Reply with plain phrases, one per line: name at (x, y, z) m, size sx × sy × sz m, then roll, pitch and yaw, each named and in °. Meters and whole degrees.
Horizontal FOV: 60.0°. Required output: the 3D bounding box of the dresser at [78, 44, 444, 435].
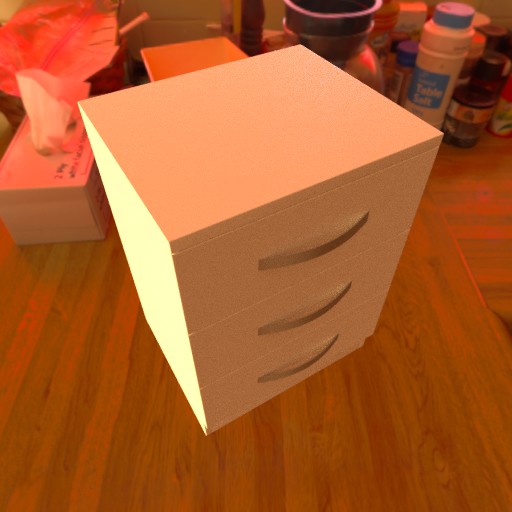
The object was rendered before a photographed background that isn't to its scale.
dresser at (0.000, 0.000, 0.825) m, size 0.400 × 0.560 × 0.360 m, roll -24°, pitch 52°, yaw -20°
